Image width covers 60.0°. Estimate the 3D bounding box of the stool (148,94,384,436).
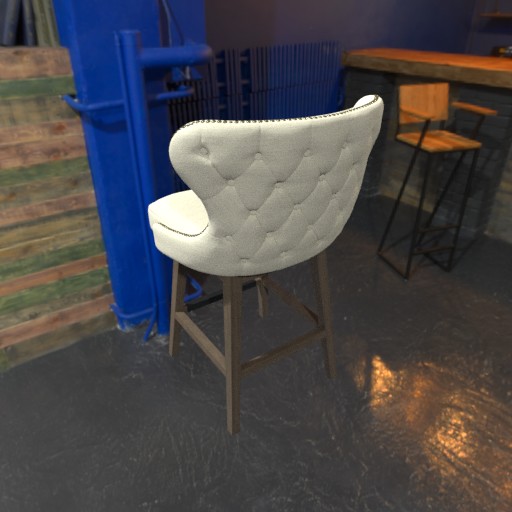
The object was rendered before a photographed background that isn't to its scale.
[{"bbox_3d":[0.000,0.000,1.394,0.615,0.972,0.597,-19,35,-29],"label":"stool"}]
